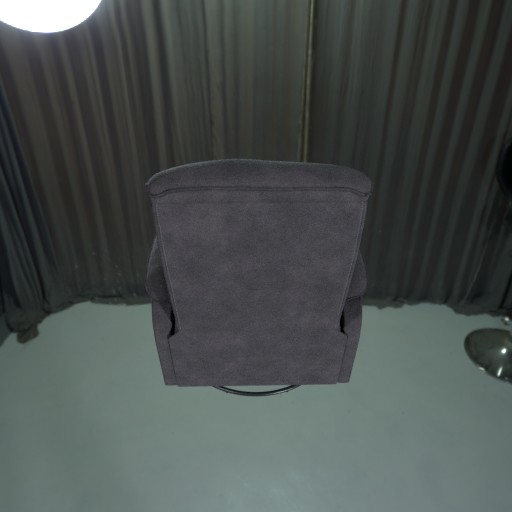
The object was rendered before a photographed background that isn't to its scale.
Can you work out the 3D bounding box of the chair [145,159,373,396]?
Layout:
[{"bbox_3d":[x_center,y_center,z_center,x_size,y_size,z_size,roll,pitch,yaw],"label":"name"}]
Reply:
[{"bbox_3d":[0.000,0.000,1.749,0.830,1.035,1.009,-1,30,-1],"label":"chair"}]
